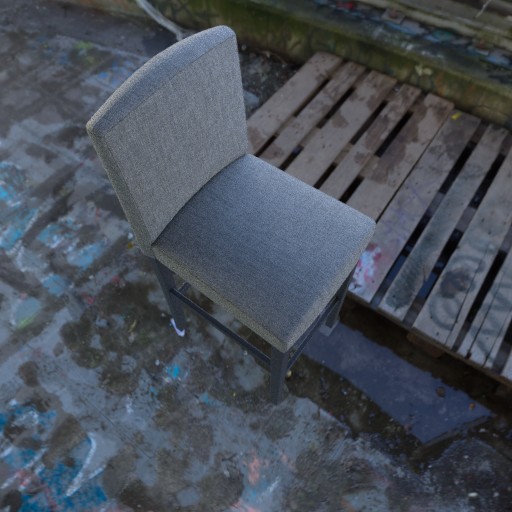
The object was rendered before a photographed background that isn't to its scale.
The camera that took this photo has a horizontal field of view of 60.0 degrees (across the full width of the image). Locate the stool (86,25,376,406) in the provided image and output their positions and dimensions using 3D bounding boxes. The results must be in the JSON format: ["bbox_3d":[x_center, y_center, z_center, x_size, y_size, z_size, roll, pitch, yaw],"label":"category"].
[{"bbox_3d":[0.000,0.000,1.356,0.552,1.138,0.451,33,64,18],"label":"stool"}]
